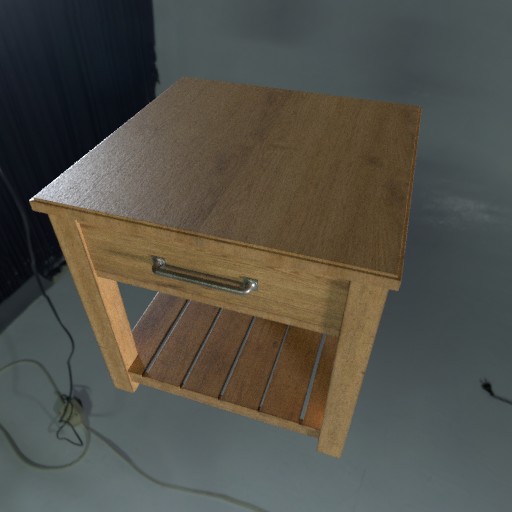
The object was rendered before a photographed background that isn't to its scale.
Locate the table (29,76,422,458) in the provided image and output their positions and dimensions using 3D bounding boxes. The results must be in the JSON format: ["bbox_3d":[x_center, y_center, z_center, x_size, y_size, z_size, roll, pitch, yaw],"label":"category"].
[{"bbox_3d":[0.000,0.000,1.085,0.616,0.593,0.612,12,43,13],"label":"table"}]
